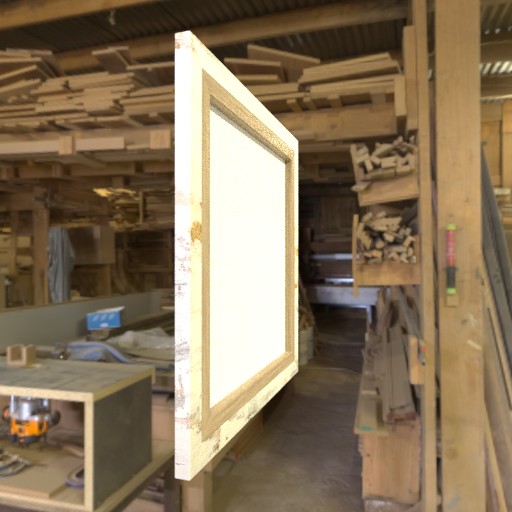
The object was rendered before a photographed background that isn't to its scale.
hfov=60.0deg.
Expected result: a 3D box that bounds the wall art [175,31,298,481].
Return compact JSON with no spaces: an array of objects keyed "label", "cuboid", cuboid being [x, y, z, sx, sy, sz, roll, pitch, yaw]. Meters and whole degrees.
[{"label":"wall art","cuboid":[0.000,0.000,1.486,0.040,1.018,1.015,0,0,19]}]
